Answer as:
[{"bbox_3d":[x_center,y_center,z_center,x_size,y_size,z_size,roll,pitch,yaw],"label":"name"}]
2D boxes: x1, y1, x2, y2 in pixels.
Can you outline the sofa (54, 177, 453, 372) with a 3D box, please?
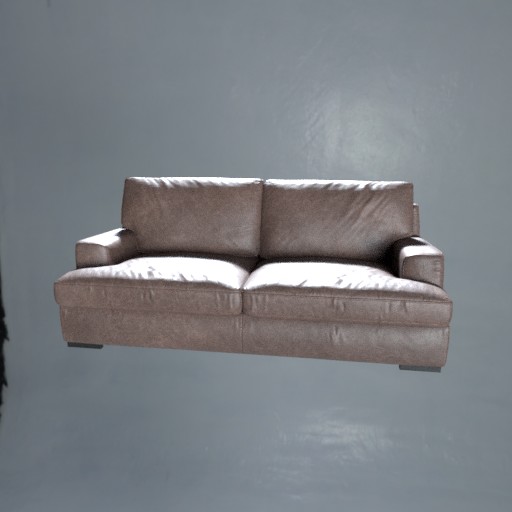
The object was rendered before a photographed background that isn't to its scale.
[{"bbox_3d":[0.000,0.000,2.874,2.261,0.941,1.143,2,15,8],"label":"sofa"}]
